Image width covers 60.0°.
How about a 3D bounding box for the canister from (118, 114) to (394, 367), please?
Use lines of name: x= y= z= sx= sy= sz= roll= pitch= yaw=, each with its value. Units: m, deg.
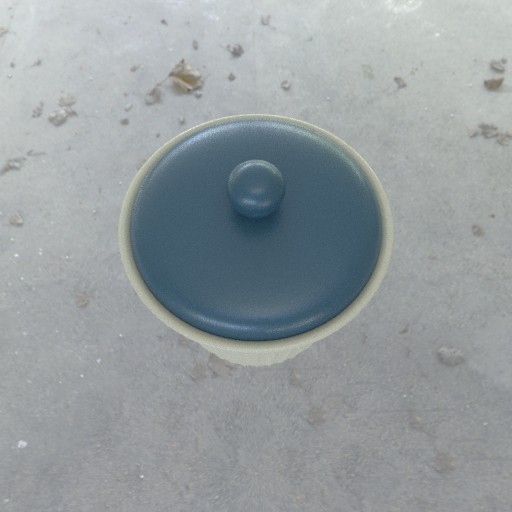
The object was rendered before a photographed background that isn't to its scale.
canister: x=0.000 y=0.000 z=0.346 sx=0.181 sy=0.211 sz=0.181 roll=0 pitch=64 yaw=0
